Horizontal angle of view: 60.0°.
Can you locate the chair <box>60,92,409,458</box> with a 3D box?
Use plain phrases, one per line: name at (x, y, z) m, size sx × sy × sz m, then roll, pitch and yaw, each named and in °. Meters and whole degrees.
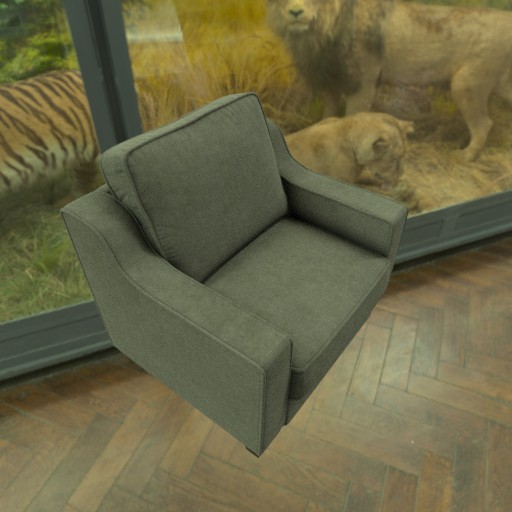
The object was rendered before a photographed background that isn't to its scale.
chair at (0.000, 0.000, 1.641) m, size 0.840 × 0.944 × 0.926 m, roll 26°, pitch 47°, yaw 28°
